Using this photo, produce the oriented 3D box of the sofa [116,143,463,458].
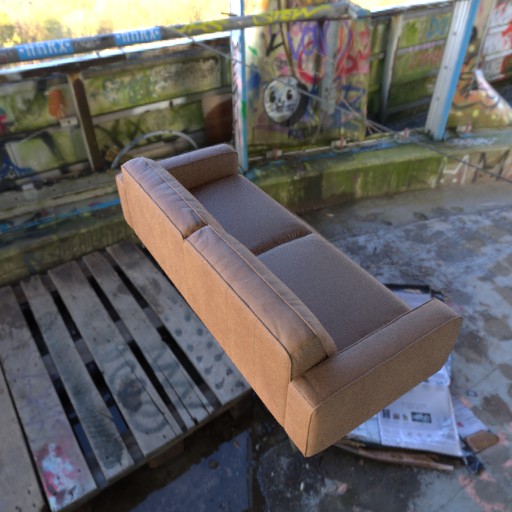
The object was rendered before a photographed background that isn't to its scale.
[{"bbox_3d":[0.000,0.000,2.750,0.953,0.780,2.270,-23,45,-25],"label":"sofa"}]
